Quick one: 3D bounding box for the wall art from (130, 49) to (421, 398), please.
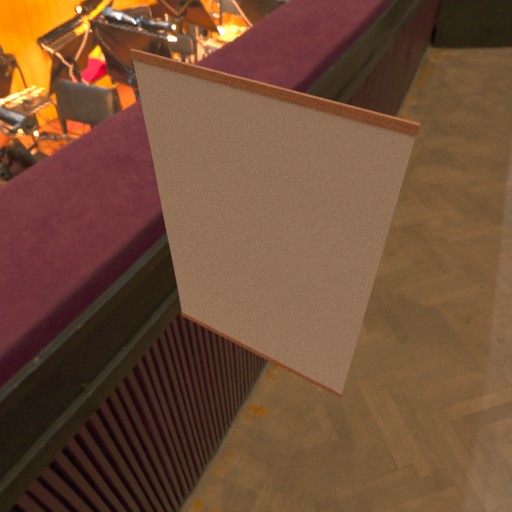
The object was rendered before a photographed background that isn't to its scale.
[{"bbox_3d":[0.000,0.000,1.904,1.019,1.527,0.019,23,50,21],"label":"wall art"}]
